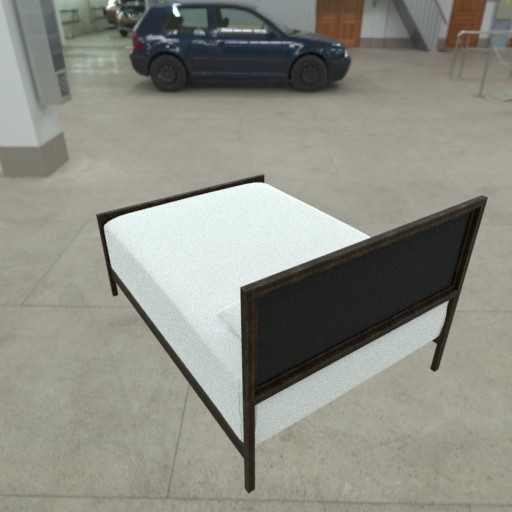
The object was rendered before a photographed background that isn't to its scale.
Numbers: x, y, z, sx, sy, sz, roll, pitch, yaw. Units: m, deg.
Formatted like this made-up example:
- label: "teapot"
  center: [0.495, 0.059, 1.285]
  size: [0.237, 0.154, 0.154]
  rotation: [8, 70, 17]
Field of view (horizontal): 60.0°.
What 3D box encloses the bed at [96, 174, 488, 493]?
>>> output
- label: "bed"
  center: [0.000, 0.000, 3.196]
  size: [1.607, 1.313, 2.221]
  rotation: [-19, 36, -29]
